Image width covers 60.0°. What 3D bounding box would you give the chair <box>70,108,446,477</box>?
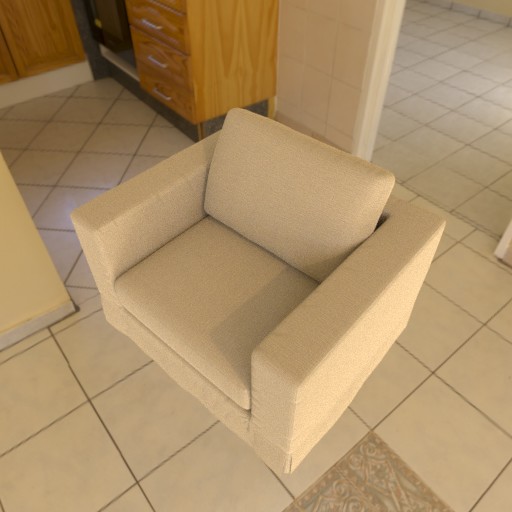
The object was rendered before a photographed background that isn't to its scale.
[{"bbox_3d":[0.000,0.000,1.827,1.150,0.878,0.957,32,53,28],"label":"chair"}]
